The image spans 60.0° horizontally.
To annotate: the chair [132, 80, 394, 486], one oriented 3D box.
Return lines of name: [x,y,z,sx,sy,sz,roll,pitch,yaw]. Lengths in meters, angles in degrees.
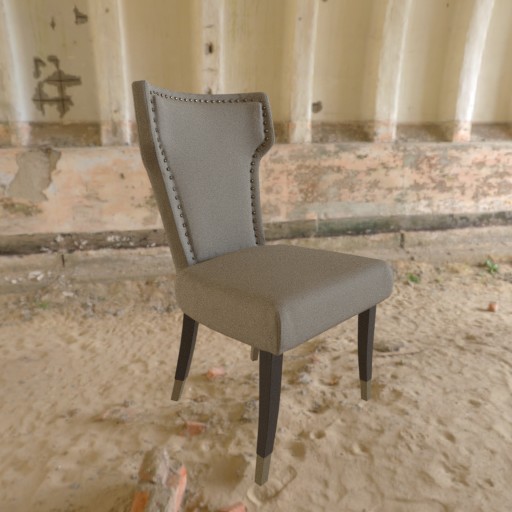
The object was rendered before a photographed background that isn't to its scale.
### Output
chair: [0.000,0.000,1.298,0.630,0.955,0.526,14,21,42]
